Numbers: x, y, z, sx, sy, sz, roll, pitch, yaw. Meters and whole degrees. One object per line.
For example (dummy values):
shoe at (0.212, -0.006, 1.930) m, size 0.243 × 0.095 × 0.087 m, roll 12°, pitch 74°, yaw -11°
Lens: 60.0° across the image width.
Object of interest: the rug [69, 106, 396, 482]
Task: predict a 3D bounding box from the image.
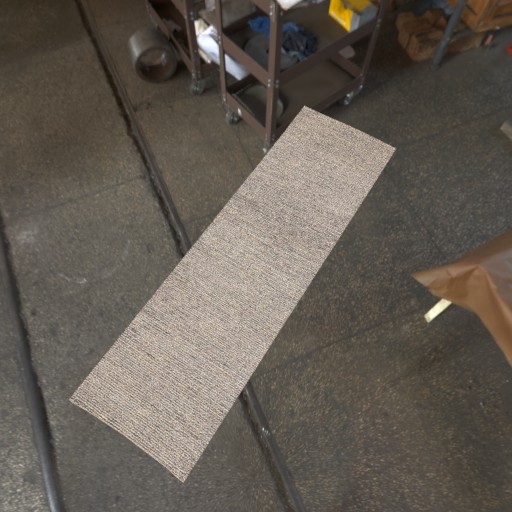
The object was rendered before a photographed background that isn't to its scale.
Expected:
rug at (0.000, 0.000, 2.544) m, size 0.697 × 0.013 × 2.335 m, roll 30°, pitch 67°, yaw 14°
